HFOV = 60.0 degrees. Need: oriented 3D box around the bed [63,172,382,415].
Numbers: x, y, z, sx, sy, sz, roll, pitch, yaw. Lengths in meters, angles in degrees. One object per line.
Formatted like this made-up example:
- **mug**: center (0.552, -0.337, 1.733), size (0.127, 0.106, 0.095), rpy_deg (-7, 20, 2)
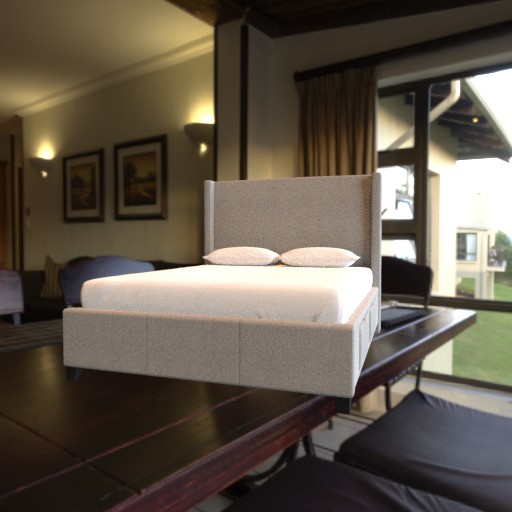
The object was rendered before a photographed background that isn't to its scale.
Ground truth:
- **bed**: center (0.000, 0.000, 3.467), size (1.774, 1.491, 2.222), rpy_deg (1, 2, 19)
